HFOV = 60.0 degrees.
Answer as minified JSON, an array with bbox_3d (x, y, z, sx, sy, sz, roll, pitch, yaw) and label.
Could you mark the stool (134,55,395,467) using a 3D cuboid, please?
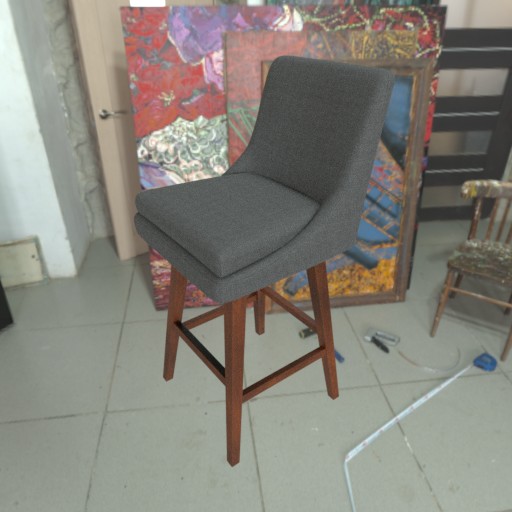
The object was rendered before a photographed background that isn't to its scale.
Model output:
[{"bbox_3d":[0.000,0.000,1.242,0.524,0.977,0.447,-21,36,-31],"label":"stool"}]
